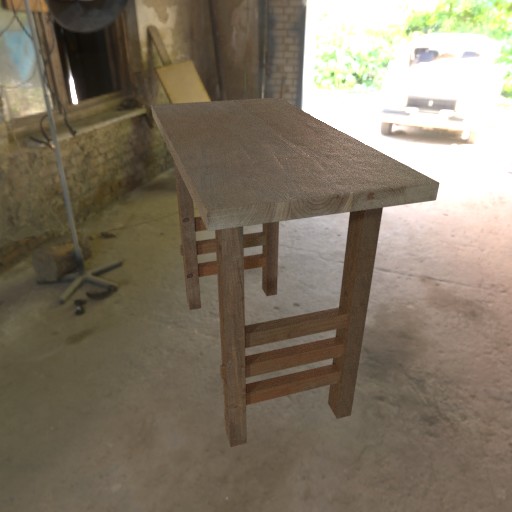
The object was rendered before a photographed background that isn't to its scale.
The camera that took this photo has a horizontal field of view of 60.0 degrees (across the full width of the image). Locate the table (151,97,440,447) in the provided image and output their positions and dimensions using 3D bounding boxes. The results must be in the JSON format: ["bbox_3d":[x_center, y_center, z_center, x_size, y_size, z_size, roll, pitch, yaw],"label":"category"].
[{"bbox_3d":[0.000,0.000,1.656,0.556,0.914,1.119,-9,31,-15],"label":"table"}]
